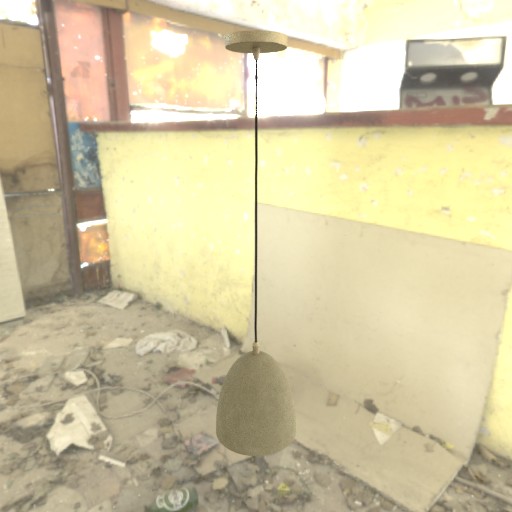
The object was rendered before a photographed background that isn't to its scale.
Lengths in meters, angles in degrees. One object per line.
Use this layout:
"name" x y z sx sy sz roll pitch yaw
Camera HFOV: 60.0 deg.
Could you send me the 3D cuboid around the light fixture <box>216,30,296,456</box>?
"light fixture" 0.000 0.000 0.843 0.170 0.759 0.170 -8 17 -26
